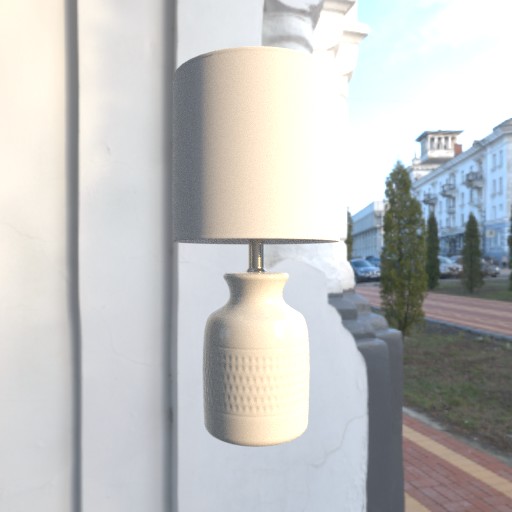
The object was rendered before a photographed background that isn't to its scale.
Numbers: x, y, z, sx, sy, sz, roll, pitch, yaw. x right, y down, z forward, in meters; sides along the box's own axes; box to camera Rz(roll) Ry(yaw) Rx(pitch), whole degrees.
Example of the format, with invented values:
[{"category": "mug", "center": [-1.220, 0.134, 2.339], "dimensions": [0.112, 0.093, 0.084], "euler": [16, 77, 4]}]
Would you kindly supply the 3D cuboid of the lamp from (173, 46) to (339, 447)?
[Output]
[{"category": "lamp", "center": [0.000, 0.000, 0.508], "dimensions": [0.188, 0.392, 0.188], "euler": [0, 0, -1]}]
